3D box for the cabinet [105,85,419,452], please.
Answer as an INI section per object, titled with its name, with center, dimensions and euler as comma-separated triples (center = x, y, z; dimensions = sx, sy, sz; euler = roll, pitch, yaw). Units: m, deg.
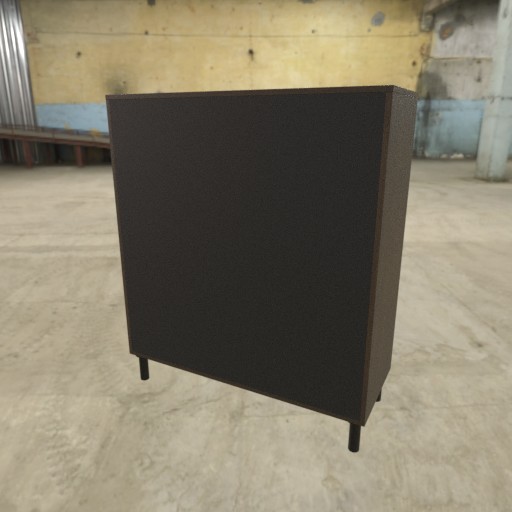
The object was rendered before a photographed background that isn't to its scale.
[cabinet]
center = 0.000, 0.000, 1.700
dimensions = 1.010, 1.170, 0.400
euler = 9, 19, 27
